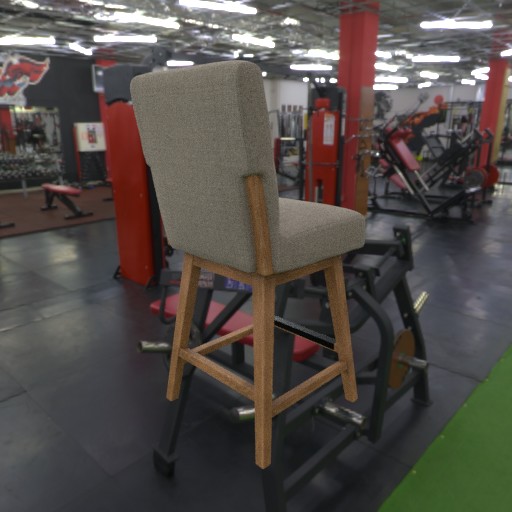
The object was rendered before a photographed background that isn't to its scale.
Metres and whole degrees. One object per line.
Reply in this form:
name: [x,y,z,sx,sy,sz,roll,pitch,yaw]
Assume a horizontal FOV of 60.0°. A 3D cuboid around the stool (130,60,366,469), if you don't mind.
stool: [0.000,0.000,1.329,0.526,1.010,0.459,-16,22,-42]
